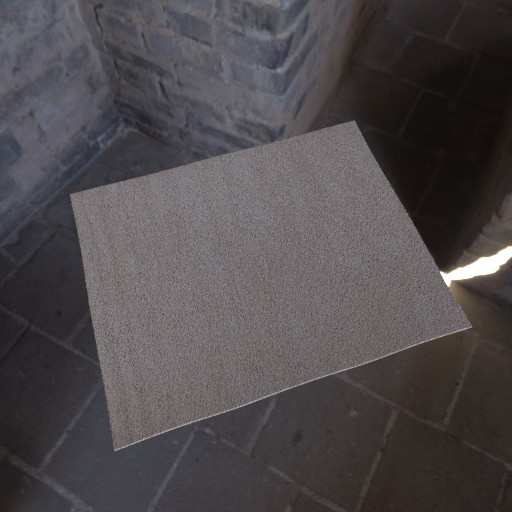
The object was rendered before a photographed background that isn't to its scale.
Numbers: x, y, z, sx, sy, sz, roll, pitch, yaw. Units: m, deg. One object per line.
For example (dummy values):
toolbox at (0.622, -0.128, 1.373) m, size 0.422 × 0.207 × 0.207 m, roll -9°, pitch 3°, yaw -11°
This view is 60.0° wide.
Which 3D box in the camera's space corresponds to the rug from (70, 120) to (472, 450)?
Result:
rug at (0.000, 0.000, 4.000) m, size 3.000 × 0.026 × 2.400 m, roll -17°, pitch 64°, yaw -8°
